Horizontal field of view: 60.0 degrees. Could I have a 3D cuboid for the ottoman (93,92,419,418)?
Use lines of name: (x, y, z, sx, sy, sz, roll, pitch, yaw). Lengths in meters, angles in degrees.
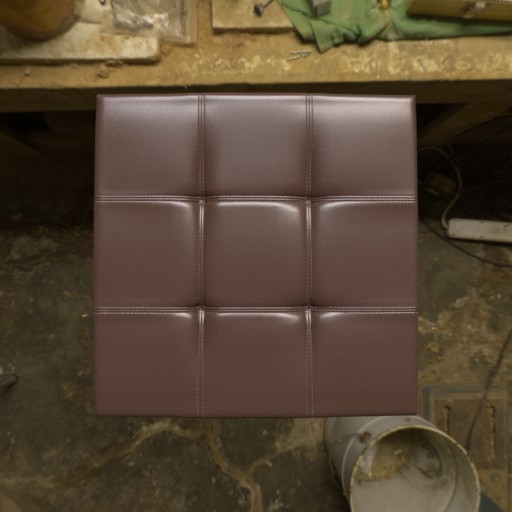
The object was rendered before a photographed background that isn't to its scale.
ottoman: (0.000, 0.000, 1.273, 0.787, 0.460, 0.788, 0, 89, 0)
